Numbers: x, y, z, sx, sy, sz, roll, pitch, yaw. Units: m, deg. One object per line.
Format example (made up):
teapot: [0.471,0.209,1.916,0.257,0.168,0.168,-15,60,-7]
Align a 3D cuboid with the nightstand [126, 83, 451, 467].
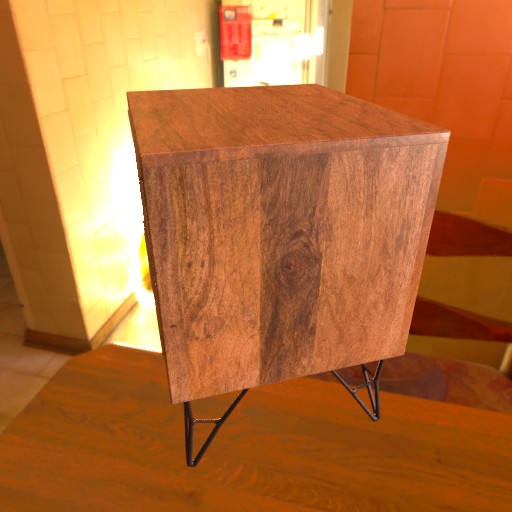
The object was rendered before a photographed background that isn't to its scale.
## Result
nightstand: [0.000,0.000,0.863,0.406,0.559,0.457,-8,30,-14]
